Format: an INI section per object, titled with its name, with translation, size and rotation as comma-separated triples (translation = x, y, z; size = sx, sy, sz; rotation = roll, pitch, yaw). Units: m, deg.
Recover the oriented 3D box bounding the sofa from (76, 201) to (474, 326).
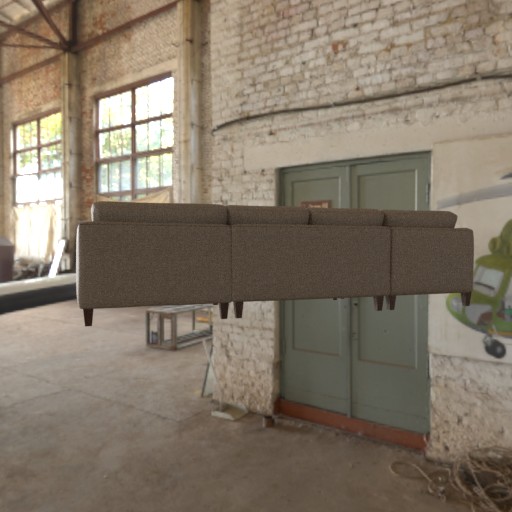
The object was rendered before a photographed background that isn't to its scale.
[sofa]
translation = 0.000, 0.000, 4.701
size = 3.403, 0.889, 2.551
rotation = 0, 1, -18
